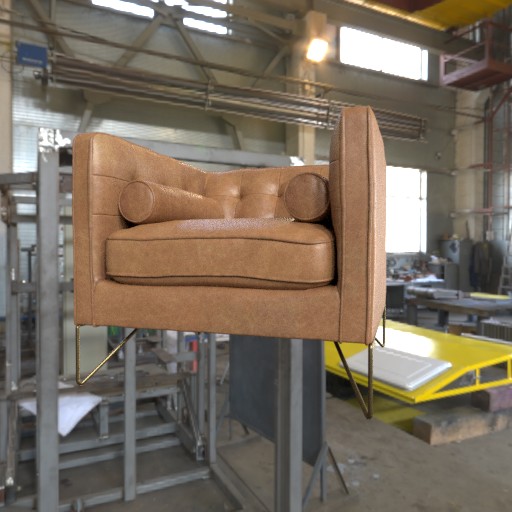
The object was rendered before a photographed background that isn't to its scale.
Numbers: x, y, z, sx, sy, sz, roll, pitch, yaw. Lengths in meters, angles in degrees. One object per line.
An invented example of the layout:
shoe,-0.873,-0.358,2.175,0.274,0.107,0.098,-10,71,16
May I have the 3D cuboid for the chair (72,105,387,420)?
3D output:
chair,0.000,0.000,1.637,0.920,0.797,0.912,0,1,18
